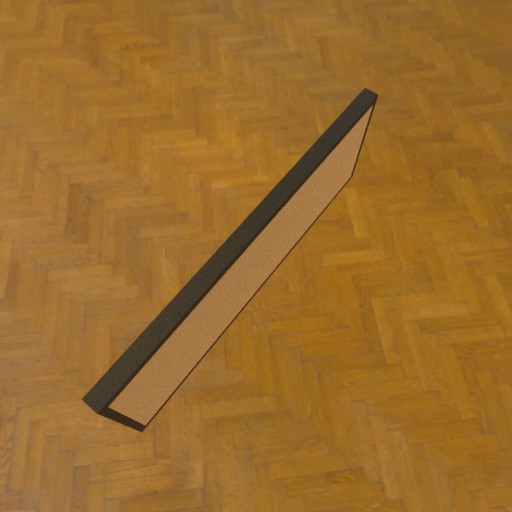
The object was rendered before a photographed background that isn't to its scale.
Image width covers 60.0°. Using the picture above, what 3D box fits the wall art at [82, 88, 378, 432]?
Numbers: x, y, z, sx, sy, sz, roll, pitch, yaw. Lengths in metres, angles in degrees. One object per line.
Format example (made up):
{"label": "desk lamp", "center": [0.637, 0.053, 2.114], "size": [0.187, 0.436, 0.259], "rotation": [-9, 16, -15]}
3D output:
{"label": "wall art", "center": [0.000, 0.000, 0.984], "size": [0.037, 0.303, 0.860], "rotation": [34, 68, 16]}
